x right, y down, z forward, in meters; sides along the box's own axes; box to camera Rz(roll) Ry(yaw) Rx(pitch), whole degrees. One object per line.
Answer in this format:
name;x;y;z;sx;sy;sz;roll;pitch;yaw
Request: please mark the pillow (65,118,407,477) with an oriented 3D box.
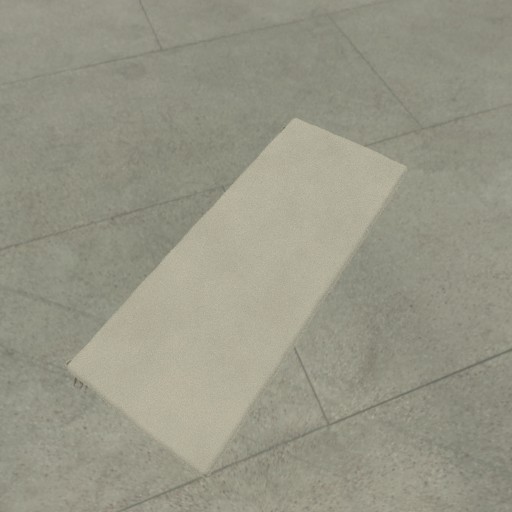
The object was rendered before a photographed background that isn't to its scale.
pillow;0.000;0.000;1.347;0.492;0.081;1.187;30;63;17
